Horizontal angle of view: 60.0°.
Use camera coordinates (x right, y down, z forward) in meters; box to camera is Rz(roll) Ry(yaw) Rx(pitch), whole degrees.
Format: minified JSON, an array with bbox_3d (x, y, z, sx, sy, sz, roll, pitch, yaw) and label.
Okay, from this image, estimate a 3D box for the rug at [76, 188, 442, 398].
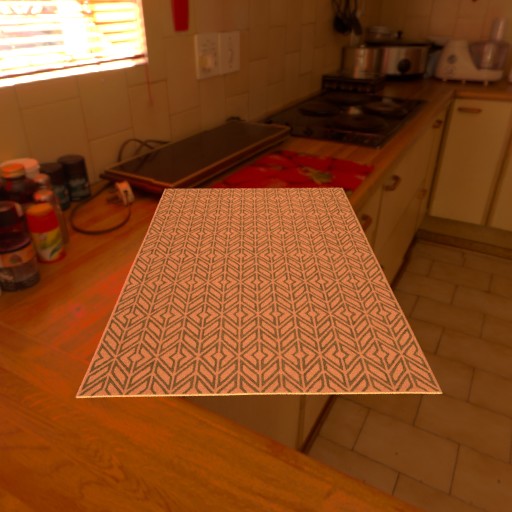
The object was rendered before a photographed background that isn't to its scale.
[{"bbox_3d":[0.000,0.000,2.261,1.220,0.007,1.828,0,30,-1],"label":"rug"}]
